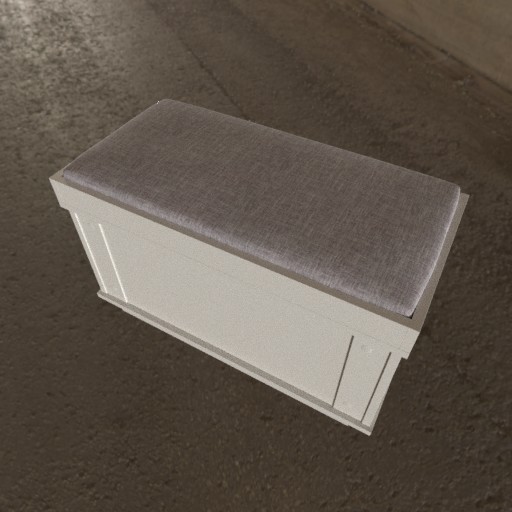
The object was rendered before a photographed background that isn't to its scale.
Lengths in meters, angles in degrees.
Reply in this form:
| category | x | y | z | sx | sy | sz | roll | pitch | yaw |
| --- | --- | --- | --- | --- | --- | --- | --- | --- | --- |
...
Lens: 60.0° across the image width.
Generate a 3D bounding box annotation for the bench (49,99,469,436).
| category | x | y | z | sx | sy | sz | roll | pitch | yaw |
| --- | --- | --- | --- | --- | --- | --- | --- | --- | --- |
| bench | 0.000 | 0.000 | 1.006 | 0.734 | 0.461 | 0.362 | 22 | 51 | 19 |
